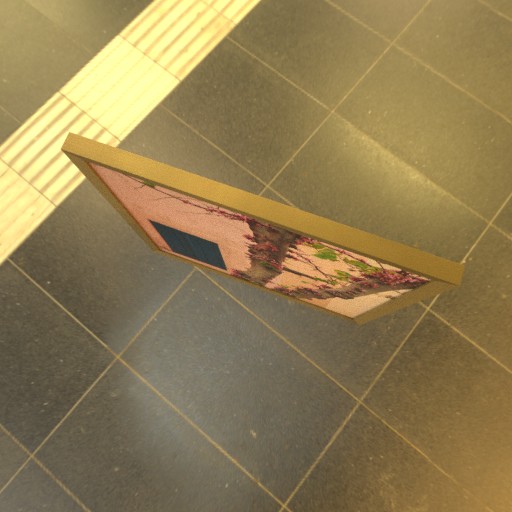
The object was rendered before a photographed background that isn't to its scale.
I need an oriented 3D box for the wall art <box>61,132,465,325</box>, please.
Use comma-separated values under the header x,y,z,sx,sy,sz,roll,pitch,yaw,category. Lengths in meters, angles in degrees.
x,y,z,sx,sy,sz,roll,pitch,yaw,category
0.000,0.000,1.170,0.762,0.762,0.038,19,77,5,wall art
